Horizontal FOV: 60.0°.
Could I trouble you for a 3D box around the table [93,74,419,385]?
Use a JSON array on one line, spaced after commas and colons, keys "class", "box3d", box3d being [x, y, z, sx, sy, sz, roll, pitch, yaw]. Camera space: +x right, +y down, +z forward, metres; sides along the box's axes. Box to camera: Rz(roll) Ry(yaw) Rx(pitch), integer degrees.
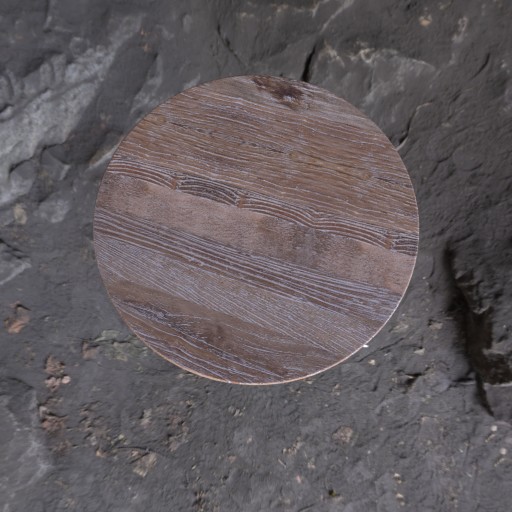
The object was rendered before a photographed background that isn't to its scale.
[{"class": "table", "box3d": [0.000, 0.000, 0.921, 0.500, 0.500, 0.500, 0, 76, 0]}]
